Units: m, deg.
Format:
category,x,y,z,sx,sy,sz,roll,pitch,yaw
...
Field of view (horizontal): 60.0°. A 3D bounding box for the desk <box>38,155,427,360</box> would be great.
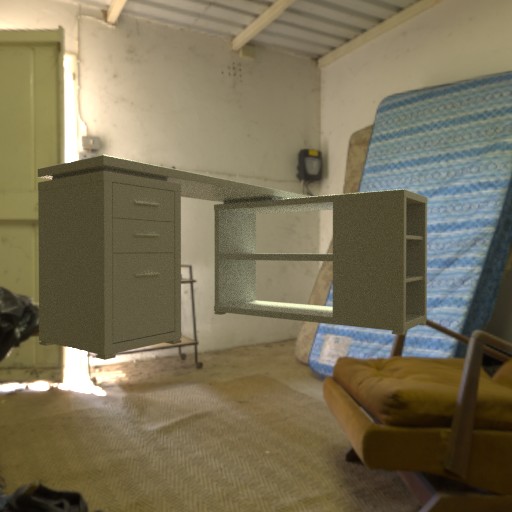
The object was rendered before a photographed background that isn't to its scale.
category,x,y,z,sx,sy,sz,roll,pitch,yaw
desk,0.000,0.000,2.160,1.200,0.753,1.524,0,1,36
